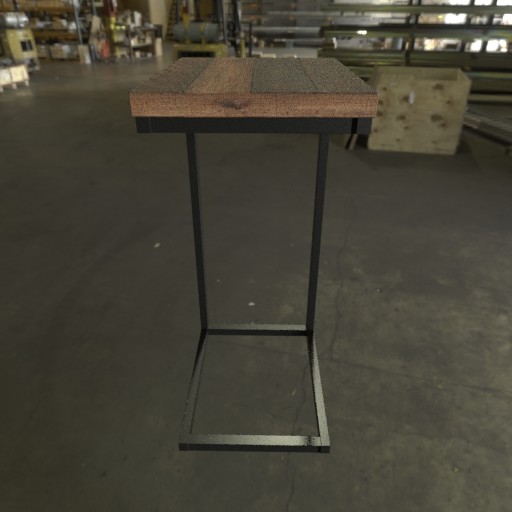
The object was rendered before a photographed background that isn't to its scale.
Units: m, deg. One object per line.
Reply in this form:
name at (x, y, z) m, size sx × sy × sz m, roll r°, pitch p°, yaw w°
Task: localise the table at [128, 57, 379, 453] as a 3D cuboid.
table at (0.000, 0.000, 0.924) m, size 0.323 × 0.718 × 0.414 m, roll 1°, pitch 30°, yaw 1°
